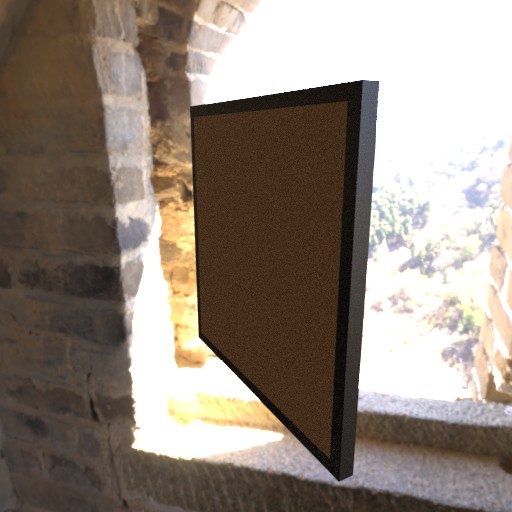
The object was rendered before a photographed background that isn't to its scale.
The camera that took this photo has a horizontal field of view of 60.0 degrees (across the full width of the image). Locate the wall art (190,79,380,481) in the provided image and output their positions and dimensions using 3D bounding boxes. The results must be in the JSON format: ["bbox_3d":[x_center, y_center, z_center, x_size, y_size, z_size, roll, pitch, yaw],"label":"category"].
[{"bbox_3d":[0.000,0.000,1.132,0.038,0.765,0.765,-8,17,-28],"label":"wall art"}]
